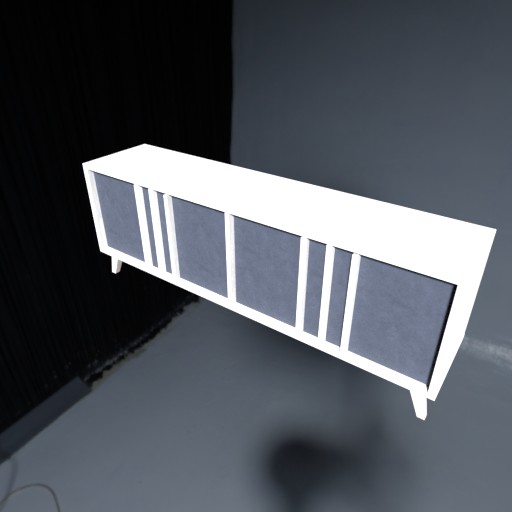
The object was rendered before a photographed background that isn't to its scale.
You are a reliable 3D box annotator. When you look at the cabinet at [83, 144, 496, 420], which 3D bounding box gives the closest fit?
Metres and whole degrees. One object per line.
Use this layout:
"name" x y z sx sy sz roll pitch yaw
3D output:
"cabinet" 0.000 0.000 2.484 2.198 0.779 0.499 20 36 30
